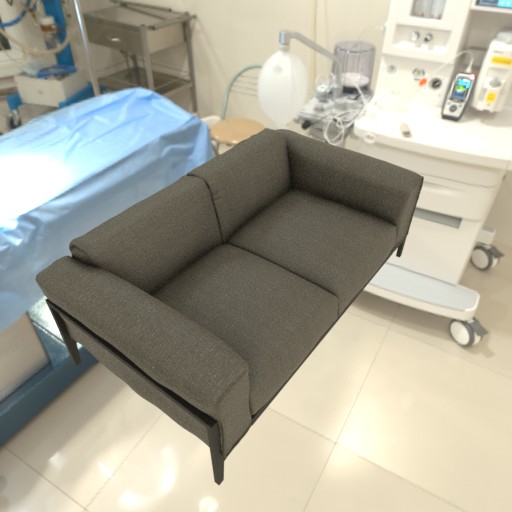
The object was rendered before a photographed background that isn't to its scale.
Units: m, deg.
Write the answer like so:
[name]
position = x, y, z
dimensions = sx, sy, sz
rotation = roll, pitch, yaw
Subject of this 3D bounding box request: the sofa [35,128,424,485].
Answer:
[sofa]
position = 0.000, 0.000, 2.165
dimensions = 0.960, 0.656, 1.690
rotation = 27, 48, 27
